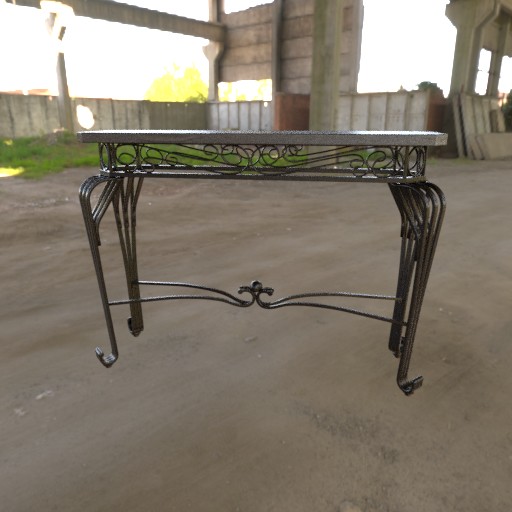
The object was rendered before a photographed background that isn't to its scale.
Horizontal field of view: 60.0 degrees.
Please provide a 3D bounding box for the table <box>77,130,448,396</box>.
[{"bbox_3d":[0.000,0.000,1.483,1.112,0.800,0.329,3,18,9],"label":"table"}]
